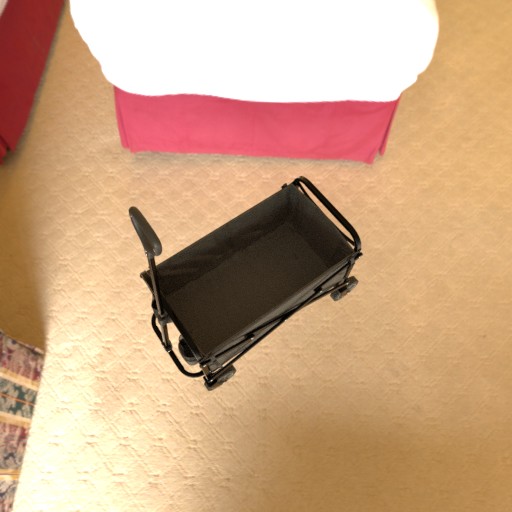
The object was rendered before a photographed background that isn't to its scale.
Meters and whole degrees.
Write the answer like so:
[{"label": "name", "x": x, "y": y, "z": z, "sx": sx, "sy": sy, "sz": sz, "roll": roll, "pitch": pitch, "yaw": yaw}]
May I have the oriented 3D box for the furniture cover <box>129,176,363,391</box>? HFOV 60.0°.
[{"label": "furniture cover", "x": 0.000, "y": 0.000, "z": 1.858, "sx": 1.038, "sy": 1.295, "sz": 0.532, "roll": -33, "pitch": 68, "yaw": -15}]
